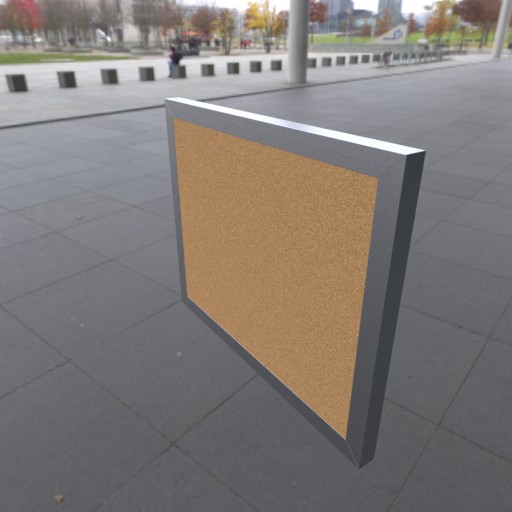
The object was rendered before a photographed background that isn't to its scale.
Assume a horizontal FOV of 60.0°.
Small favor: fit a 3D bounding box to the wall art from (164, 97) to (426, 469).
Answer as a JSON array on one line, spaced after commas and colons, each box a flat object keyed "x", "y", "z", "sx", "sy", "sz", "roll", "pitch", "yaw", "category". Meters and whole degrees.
[{"x": 0.000, "y": 0.000, "z": 0.752, "sx": 0.032, "sy": 0.456, "sz": 0.557, "roll": -18, "pitch": 31, "yaw": -31, "category": "wall art"}]
